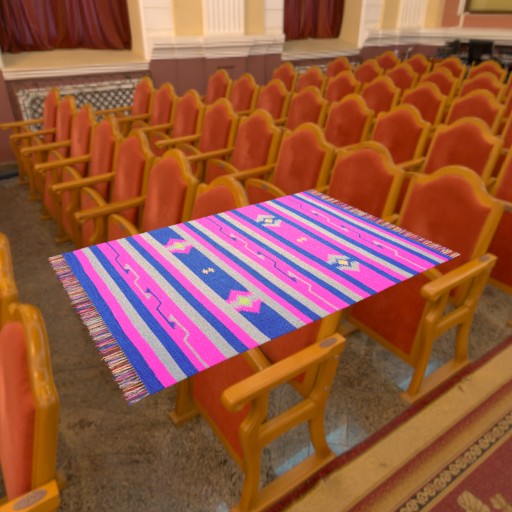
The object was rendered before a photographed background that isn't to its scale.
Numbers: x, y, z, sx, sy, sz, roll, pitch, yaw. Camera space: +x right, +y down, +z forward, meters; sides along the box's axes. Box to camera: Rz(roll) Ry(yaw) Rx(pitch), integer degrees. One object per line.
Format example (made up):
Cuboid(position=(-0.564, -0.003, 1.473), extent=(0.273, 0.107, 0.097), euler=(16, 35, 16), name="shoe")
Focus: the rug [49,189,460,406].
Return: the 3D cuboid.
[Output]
Cuboid(position=(0.000, 0.000, 2.976), extent=(2.350, 0.013, 1.539), euler=(-18, 34, -30), name="rug")
